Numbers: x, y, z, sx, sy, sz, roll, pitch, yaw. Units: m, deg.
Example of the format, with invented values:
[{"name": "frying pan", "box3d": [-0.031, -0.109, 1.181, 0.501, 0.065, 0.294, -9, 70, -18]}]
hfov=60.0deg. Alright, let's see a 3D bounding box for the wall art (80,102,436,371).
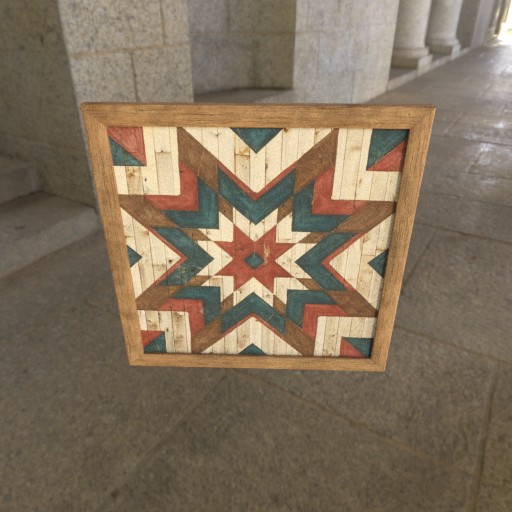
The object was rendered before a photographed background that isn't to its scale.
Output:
[{"name": "wall art", "box3d": [0.000, 0.000, 1.047, 0.695, 0.691, 0.029, 1, 30, 2]}]
